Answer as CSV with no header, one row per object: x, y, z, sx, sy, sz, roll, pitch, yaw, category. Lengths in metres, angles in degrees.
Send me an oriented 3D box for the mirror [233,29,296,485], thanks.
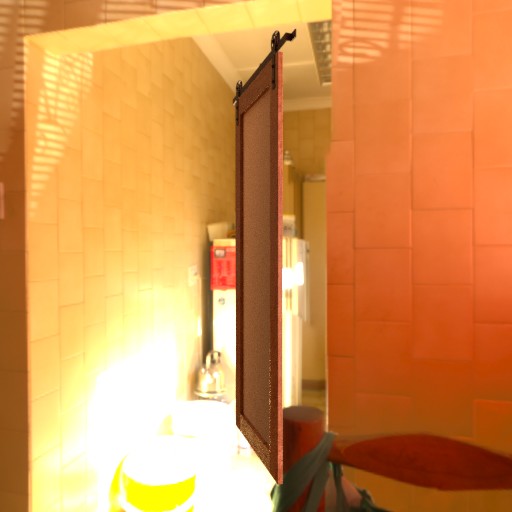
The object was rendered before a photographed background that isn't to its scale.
0.000,0.000,2.038,0.042,1.793,0.847,0,1,-18,mirror
